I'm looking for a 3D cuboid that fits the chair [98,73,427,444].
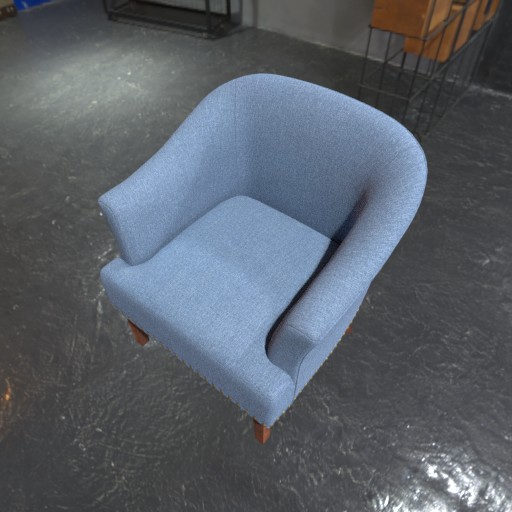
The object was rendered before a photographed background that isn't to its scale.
[{"bbox_3d":[0.000,0.000,1.377,0.772,0.815,0.704,30,54,26],"label":"chair"}]
